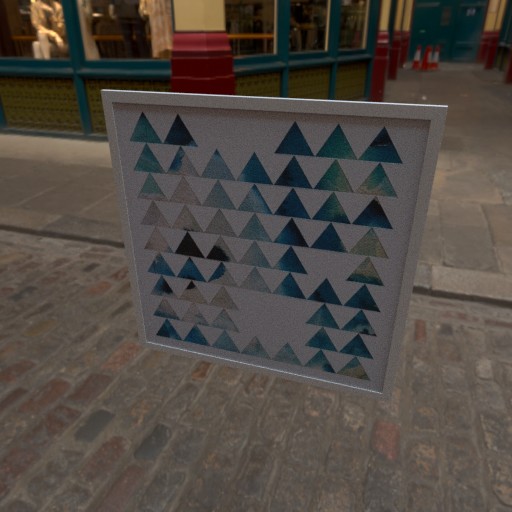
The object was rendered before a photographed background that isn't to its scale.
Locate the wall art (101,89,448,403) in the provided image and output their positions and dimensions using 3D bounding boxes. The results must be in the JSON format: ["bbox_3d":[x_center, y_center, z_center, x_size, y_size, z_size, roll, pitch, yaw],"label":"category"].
[{"bbox_3d":[0.000,0.000,0.670,0.456,0.456,0.007,8,29,16],"label":"wall art"}]
